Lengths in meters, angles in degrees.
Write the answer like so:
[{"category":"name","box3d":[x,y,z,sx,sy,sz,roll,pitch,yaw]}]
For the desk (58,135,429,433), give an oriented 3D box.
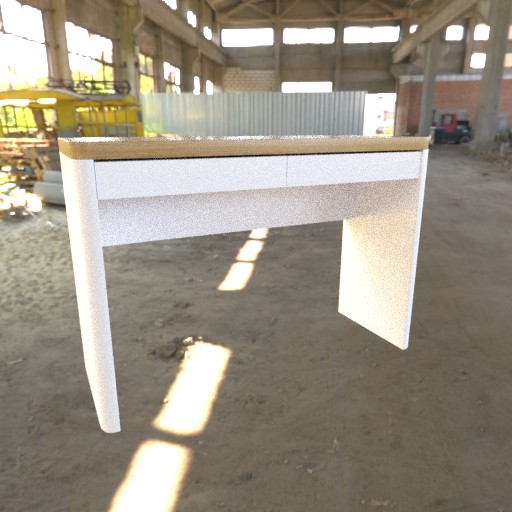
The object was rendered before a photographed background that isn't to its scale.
[{"category":"desk","box3d":[0.000,0.000,1.470,1.100,0.760,0.390,-8,18,-25]}]
